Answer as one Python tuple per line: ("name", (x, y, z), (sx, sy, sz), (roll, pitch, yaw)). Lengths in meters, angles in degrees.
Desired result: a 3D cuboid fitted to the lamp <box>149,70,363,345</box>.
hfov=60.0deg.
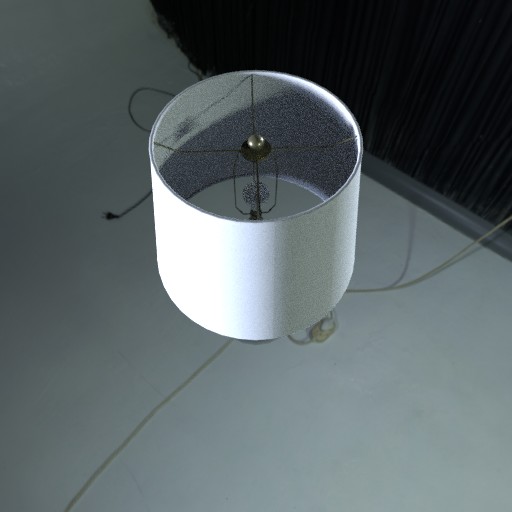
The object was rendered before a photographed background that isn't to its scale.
("lamp", (0.000, 0.000, 0.561), (0.239, 0.399, 0.239), (0, 58, 0))
